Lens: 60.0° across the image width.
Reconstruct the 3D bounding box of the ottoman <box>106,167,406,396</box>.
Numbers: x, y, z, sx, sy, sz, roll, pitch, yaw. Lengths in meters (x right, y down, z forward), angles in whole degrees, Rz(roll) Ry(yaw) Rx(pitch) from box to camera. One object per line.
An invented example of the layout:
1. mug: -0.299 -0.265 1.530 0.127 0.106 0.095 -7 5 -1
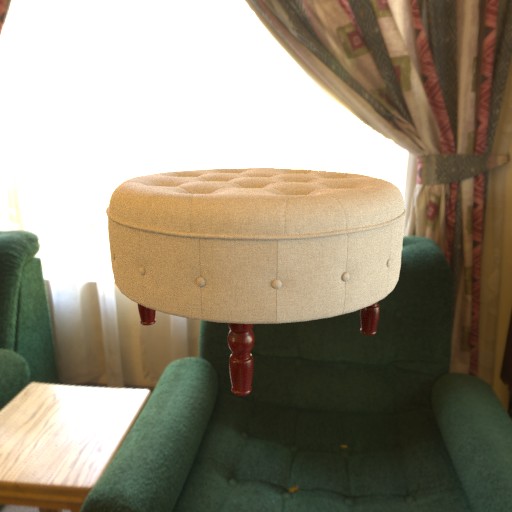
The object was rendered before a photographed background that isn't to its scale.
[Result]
1. ottoman: 0.000 0.000 1.364 0.849 0.478 0.849 0 16 0
